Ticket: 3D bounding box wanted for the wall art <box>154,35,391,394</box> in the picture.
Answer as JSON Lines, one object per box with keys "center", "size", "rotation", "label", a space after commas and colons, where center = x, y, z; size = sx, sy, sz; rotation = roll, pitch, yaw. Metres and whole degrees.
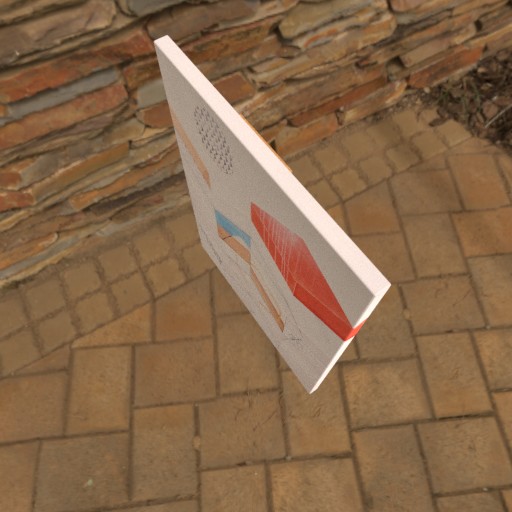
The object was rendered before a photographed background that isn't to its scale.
{"center": [0.000, 0.000, 1.335], "size": [0.045, 1.014, 0.759], "rotation": [-32, 68, -15], "label": "wall art"}
